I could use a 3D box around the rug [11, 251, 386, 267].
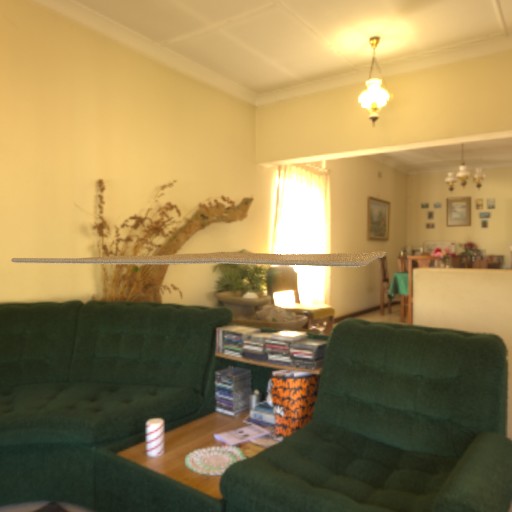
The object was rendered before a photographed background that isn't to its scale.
[{"bbox_3d":[0.000,0.000,2.914,1.553,0.053,2.430,0,1,18],"label":"rug"}]
